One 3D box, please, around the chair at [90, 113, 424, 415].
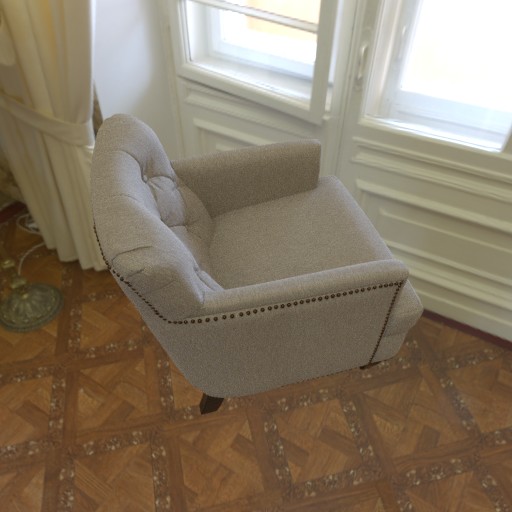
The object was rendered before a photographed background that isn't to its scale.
[{"bbox_3d":[0.000,0.000,1.510,0.902,0.823,0.737,-11,46,-11],"label":"chair"}]
